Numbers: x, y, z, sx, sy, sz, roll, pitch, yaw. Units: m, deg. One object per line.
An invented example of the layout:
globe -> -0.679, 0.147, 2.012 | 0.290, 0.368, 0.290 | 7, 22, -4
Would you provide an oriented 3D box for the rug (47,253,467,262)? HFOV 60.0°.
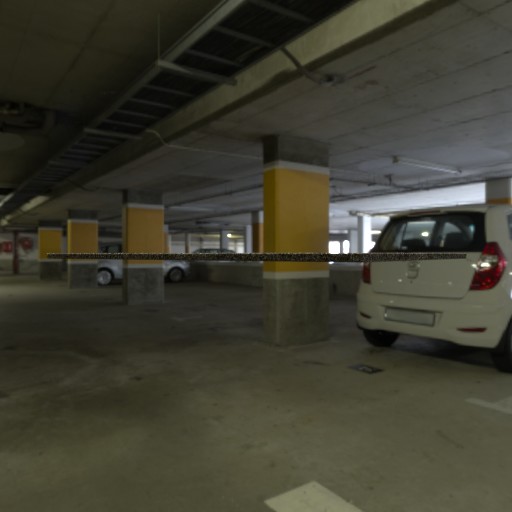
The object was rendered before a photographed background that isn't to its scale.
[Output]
rug -> 0.000, 0.000, 2.106 | 1.601, 0.025, 1.198 | 0, 0, 37
